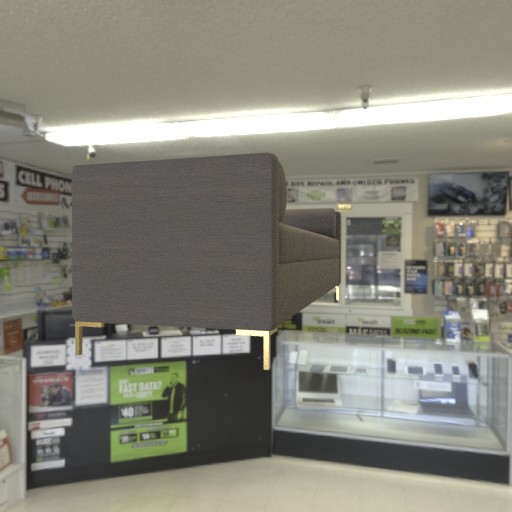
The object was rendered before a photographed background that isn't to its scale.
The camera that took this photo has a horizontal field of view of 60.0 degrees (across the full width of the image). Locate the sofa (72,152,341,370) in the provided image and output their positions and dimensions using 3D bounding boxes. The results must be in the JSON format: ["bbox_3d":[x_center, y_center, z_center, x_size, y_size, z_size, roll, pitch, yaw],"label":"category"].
[{"bbox_3d":[0.000,0.000,2.295,0.686,0.635,1.981,0,0,16],"label":"sofa"}]
